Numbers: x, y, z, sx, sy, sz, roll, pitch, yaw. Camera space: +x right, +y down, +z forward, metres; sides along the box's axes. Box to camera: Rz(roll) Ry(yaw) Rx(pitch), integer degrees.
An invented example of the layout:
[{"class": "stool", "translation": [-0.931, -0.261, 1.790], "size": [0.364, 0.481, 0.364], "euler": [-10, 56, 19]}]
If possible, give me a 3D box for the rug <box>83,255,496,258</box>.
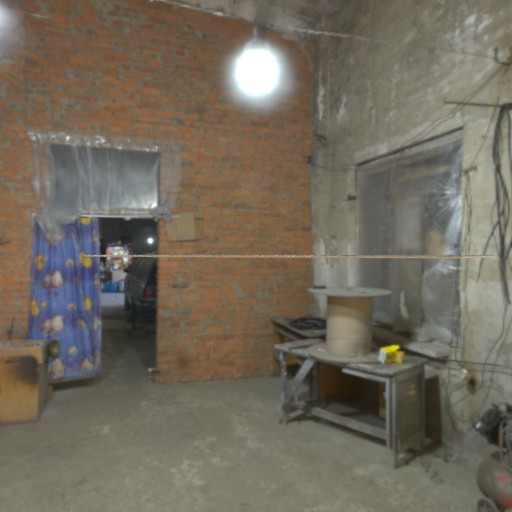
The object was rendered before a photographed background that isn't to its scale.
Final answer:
[{"class": "rug", "translation": [0.000, 0.000, 2.380], "size": [2.196, 0.011, 0.662], "euler": [0, 0, 36]}]
